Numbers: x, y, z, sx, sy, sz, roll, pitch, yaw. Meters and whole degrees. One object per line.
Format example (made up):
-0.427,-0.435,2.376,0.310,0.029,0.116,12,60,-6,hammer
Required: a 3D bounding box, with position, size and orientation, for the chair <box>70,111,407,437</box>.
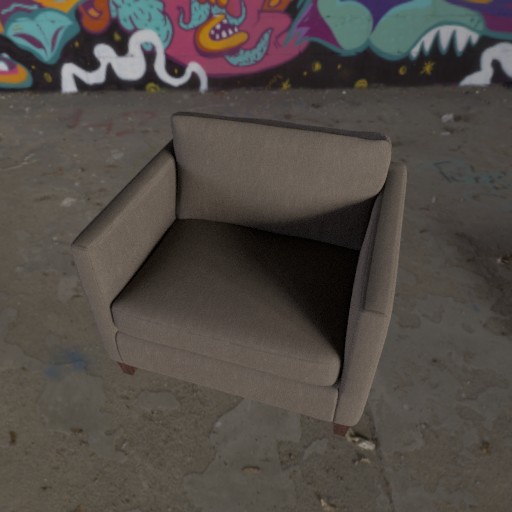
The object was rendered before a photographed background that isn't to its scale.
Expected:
0.000,0.000,1.877,1.107,0.963,0.959,12,43,13,chair
